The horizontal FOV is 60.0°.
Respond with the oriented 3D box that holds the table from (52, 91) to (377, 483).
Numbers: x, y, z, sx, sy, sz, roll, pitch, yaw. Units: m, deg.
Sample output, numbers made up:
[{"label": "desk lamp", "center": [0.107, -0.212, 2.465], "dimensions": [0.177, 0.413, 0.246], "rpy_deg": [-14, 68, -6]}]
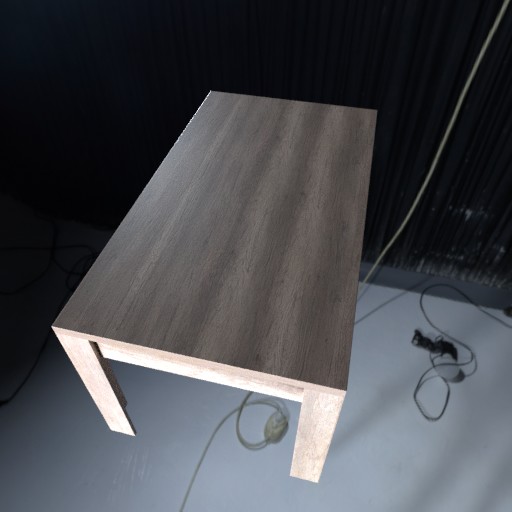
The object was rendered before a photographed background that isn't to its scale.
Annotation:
[{"label": "table", "center": [0.000, 0.000, 2.101], "dimensions": [0.900, 0.775, 1.600], "rpy_deg": [10, 47, 9]}]
